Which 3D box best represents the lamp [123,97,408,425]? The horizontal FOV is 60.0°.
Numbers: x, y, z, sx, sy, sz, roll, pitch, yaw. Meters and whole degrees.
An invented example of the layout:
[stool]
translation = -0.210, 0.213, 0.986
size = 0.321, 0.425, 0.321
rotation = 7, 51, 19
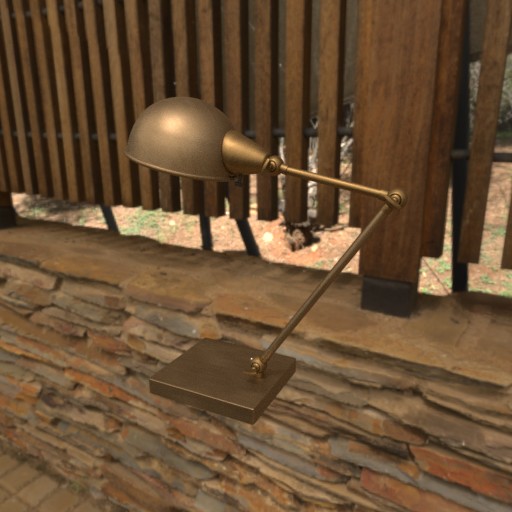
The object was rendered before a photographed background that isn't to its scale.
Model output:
[lamp]
translation = 0.000, 0.000, 0.538
size = 0.339, 0.371, 0.149
rotation = 7, 17, 25
